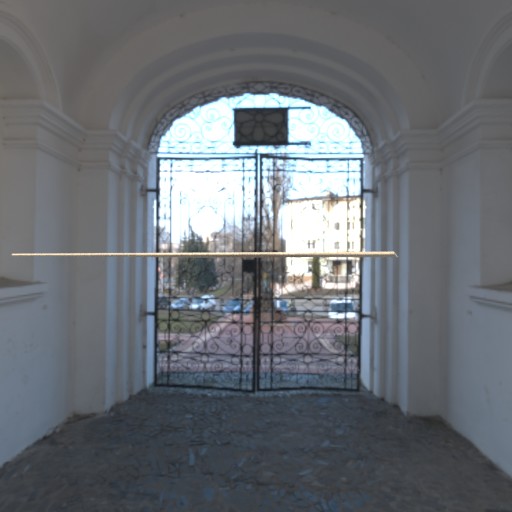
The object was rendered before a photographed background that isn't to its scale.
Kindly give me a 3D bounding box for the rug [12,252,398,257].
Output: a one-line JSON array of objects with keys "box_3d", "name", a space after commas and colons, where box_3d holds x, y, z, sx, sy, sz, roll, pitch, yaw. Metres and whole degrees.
[{"box_3d": [0.000, 0.000, 4.020, 2.438, 0.013, 3.048, 0, 0, 18], "name": "rug"}]
